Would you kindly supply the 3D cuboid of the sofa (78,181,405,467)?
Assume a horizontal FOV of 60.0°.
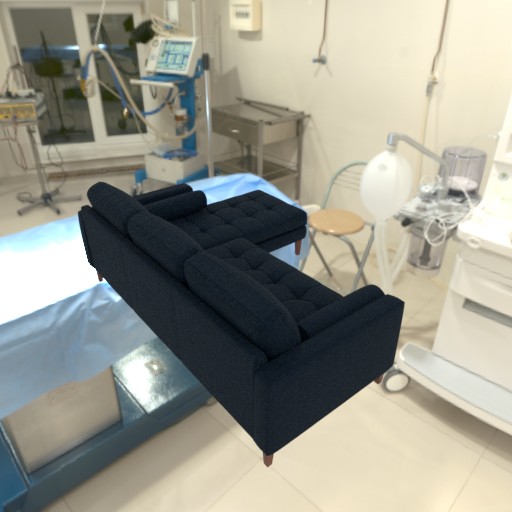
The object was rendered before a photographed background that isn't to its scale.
[{"bbox_3d":[0.000,0.000,3.001,1.613,0.841,2.185,-22,37,-33],"label":"sofa"}]
